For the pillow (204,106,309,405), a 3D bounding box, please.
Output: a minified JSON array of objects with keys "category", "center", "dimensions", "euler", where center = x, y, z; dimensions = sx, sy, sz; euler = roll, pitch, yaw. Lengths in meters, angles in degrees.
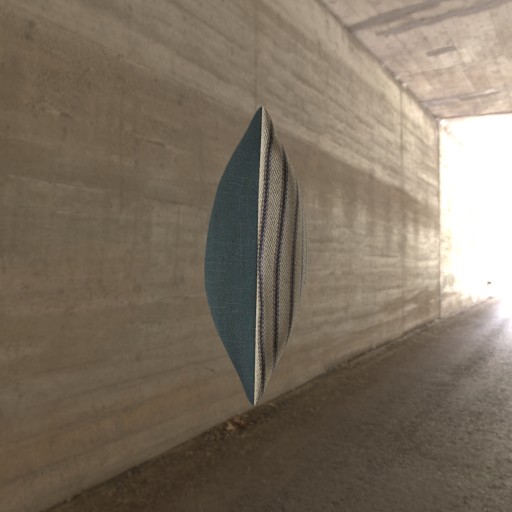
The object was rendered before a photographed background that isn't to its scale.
[{"category":"pillow","center":[0.000,0.000,0.736],"dimensions":[0.151,0.305,0.609],"euler":[0,-1,-1]}]
